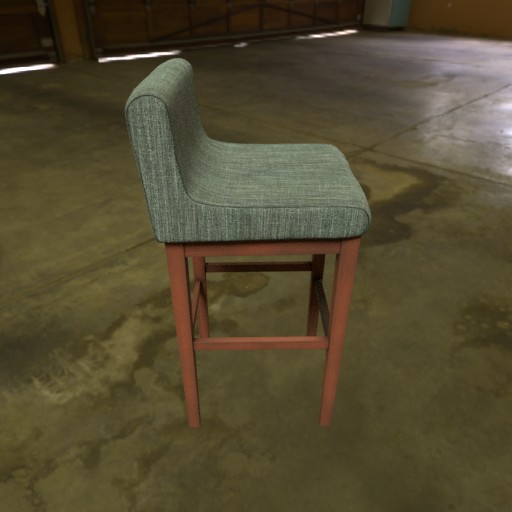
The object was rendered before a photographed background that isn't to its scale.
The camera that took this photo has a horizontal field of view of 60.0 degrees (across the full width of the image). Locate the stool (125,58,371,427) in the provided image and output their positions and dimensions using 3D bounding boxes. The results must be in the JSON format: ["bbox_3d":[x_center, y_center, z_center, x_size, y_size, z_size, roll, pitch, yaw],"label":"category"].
[{"bbox_3d":[0.000,0.000,1.227,0.499,0.965,0.426,0,32,-1],"label":"stool"}]
